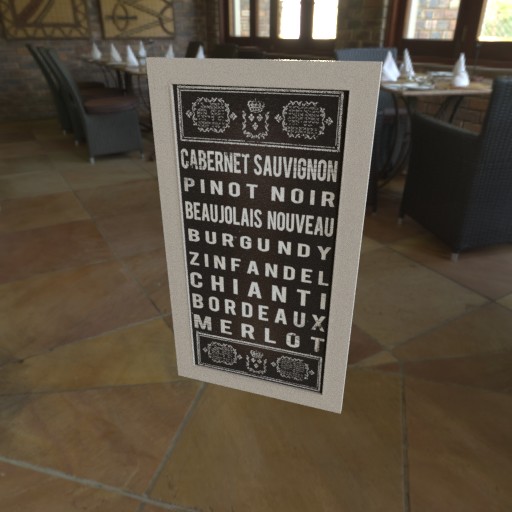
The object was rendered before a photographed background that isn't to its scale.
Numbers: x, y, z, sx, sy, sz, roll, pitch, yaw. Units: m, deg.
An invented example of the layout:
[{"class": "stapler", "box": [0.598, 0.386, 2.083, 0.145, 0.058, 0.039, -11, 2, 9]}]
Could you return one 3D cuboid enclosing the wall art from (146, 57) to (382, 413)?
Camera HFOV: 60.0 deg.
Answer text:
[{"class": "wall art", "box": [0.000, 0.000, 0.841, 0.380, 0.683, 0.013, 8, 28, 16]}]
